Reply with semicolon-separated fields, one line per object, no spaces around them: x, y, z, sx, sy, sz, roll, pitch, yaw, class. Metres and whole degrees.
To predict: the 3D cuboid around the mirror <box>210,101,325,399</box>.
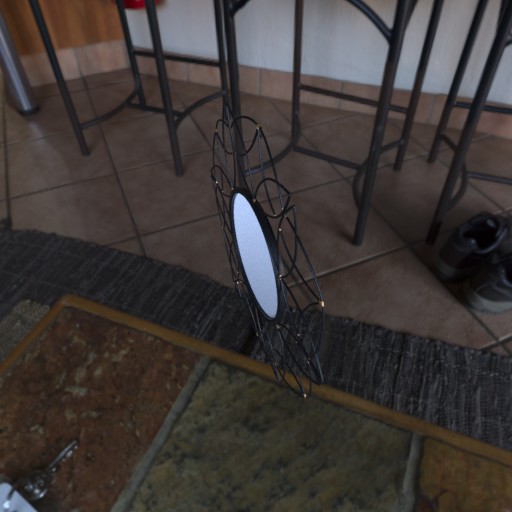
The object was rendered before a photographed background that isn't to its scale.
0.000;0.000;1.188;0.028;0.775;0.797;-16;49;-14;mirror
